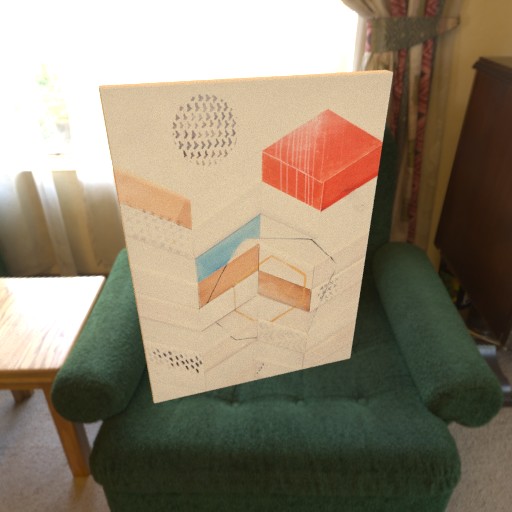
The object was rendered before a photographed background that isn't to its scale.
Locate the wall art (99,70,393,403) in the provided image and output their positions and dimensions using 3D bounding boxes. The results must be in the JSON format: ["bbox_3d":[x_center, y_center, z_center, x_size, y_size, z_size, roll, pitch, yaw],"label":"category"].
[{"bbox_3d":[0.000,0.000,1.121,0.613,0.848,0.036,-9,33,-14],"label":"wall art"}]
